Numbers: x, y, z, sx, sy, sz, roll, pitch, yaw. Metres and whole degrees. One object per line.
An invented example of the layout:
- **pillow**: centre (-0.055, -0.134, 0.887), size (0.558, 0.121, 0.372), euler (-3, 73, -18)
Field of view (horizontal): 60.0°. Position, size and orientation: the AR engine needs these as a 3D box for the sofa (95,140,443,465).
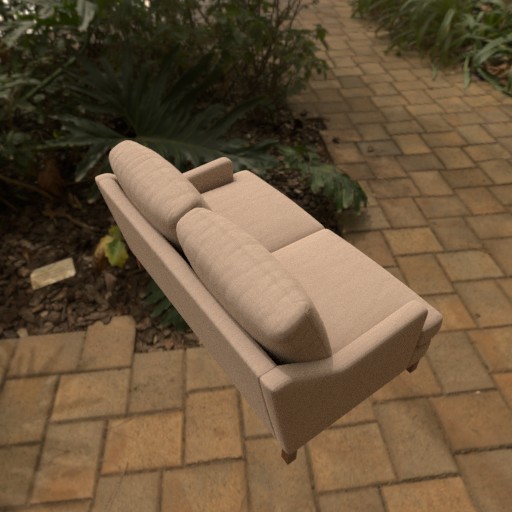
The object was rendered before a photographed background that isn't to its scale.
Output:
- **sofa**: centre (0.000, 0.000, 2.261), size (1.004, 0.910, 1.619), euler (-25, 47, -26)
